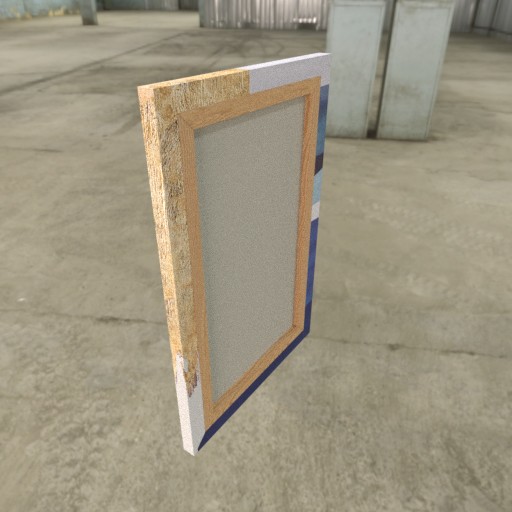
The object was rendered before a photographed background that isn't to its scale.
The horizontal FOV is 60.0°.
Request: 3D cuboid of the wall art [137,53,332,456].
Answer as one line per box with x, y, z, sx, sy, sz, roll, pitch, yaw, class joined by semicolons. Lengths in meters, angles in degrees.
0.000;0.000;1.150;0.039;0.911;0.607;20;36;30;wall art
